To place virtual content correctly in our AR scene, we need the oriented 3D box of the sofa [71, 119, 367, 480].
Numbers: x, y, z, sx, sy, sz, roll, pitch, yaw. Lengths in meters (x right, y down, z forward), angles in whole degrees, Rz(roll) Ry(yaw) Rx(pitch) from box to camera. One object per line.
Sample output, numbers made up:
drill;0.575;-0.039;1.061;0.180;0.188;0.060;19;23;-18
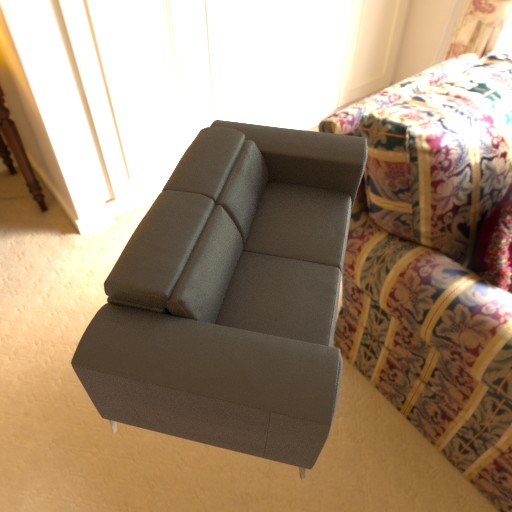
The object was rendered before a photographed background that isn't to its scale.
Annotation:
sofa;0.000;0.000;2.366;1.003;0.779;1.895;10;47;9
